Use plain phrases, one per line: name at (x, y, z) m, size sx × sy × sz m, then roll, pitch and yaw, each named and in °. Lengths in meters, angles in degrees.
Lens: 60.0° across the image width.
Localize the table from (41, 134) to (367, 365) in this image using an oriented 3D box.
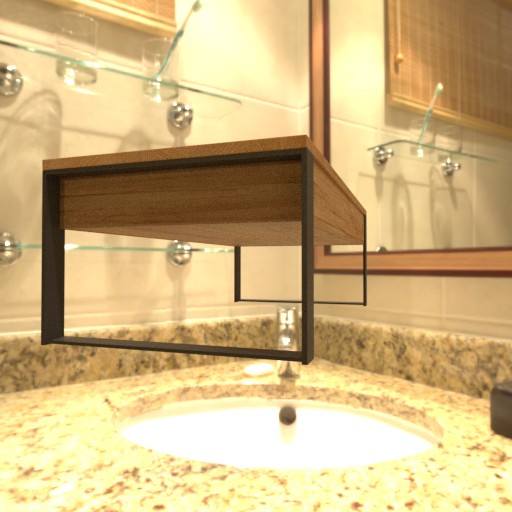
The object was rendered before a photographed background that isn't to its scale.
table at (0.000, 0.000, 1.419) m, size 0.590 × 0.400 × 1.180 m, roll 0°, pitch -1°, yaw 19°
